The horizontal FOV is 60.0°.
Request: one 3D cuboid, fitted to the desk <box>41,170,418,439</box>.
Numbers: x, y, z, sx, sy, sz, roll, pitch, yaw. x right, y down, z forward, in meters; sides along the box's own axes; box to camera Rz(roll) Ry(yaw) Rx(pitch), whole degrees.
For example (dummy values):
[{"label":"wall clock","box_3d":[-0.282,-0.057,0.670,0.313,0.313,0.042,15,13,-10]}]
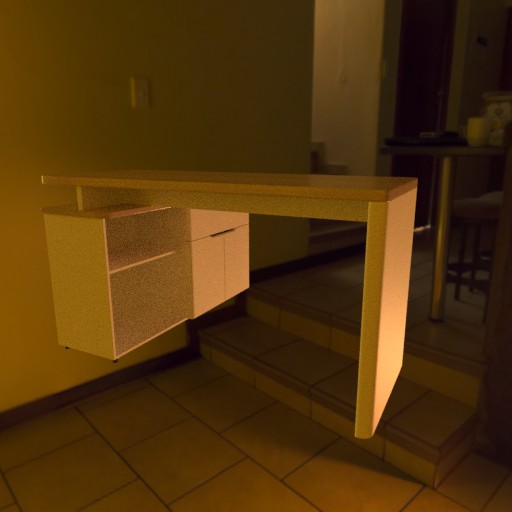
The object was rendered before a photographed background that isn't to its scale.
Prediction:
[{"label":"desk","box_3d":[0.000,0.000,2.088,1.400,0.770,1.175,7,15,27]}]
